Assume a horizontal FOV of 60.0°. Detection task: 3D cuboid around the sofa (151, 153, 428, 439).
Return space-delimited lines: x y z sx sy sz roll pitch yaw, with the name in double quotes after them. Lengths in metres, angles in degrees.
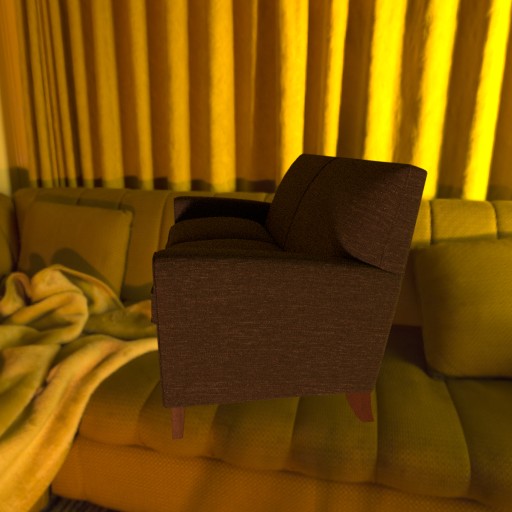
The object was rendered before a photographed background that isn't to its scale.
0.000 0.000 2.084 0.867 0.905 1.509 -2 14 -7 "sofa"
